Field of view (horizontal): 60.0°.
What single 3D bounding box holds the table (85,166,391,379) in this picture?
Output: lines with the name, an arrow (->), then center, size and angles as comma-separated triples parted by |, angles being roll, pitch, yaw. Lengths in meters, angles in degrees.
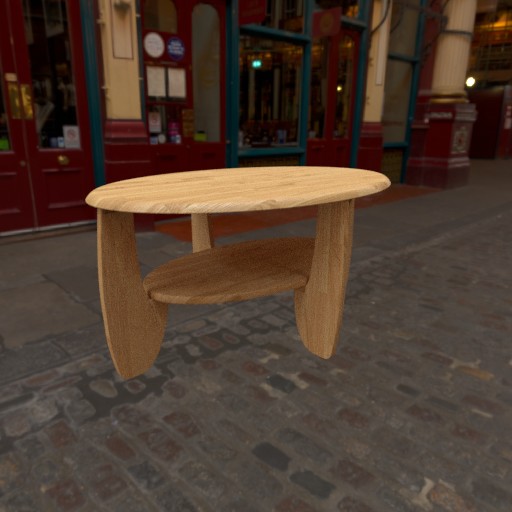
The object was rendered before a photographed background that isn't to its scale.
table -> 0.000, 0.000, 1.433 | 1.040, 0.490, 0.690 | -15, 22, -41
